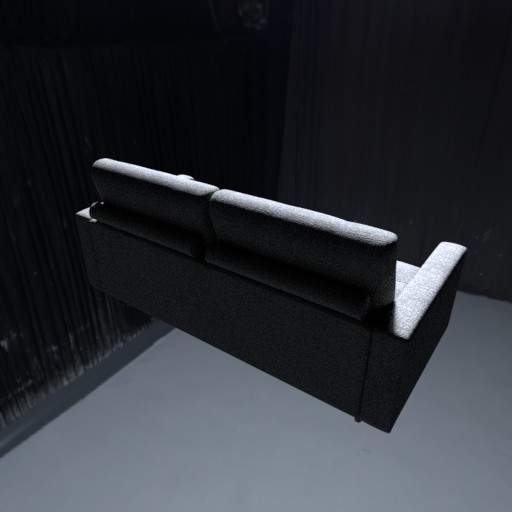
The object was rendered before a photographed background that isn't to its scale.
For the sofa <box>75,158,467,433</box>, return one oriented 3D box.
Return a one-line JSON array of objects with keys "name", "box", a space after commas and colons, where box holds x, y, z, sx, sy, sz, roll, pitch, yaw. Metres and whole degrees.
[{"name": "sofa", "box": [0.000, 0.000, 2.284, 1.821, 0.902, 0.863, 19, 34, 31]}]
